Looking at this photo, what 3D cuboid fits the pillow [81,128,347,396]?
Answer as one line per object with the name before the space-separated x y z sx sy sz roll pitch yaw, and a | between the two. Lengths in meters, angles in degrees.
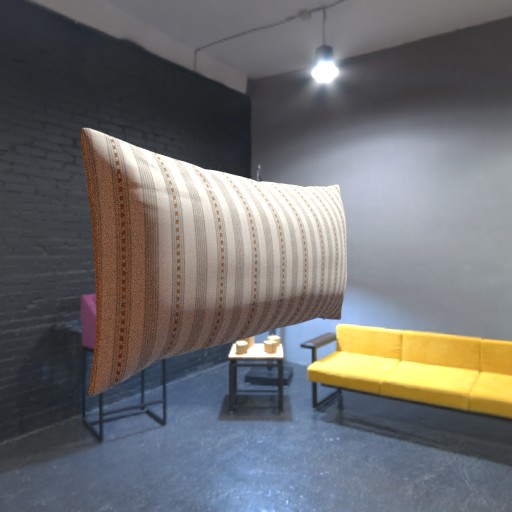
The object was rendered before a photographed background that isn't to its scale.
pillow | 0.000 0.000 0.719 0.151 0.291 0.608 1 2 37
